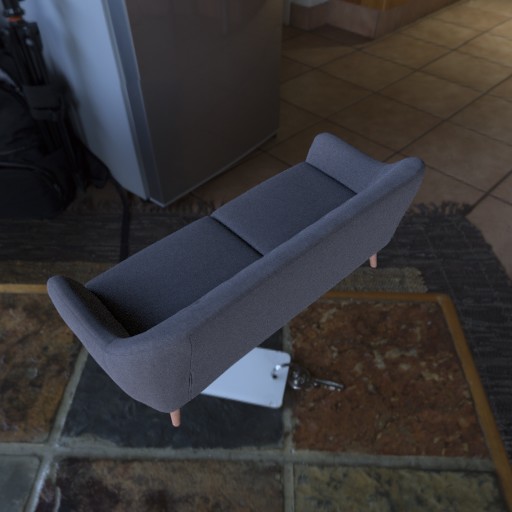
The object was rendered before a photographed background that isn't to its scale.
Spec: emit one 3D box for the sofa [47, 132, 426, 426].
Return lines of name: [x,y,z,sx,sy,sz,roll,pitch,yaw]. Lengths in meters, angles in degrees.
sofa: [0.000,0.000,2.274,1.840,0.820,0.820,-33,55,-27]
